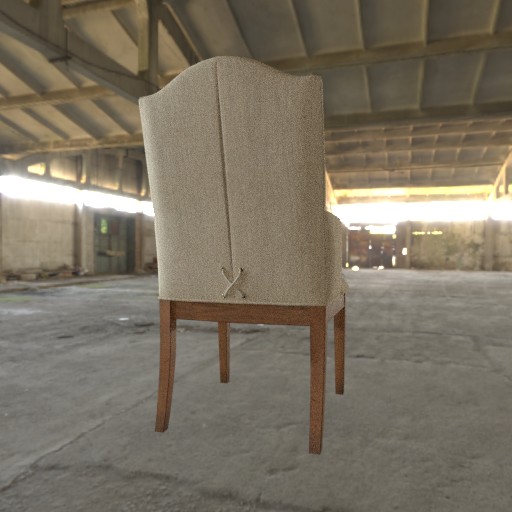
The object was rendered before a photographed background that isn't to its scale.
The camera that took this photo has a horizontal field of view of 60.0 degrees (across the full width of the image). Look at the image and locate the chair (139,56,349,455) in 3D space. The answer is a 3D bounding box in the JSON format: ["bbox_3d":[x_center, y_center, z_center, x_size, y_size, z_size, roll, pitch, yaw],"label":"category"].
[{"bbox_3d":[0.000,0.000,1.411,0.533,1.016,0.641,0,1,18],"label":"chair"}]
